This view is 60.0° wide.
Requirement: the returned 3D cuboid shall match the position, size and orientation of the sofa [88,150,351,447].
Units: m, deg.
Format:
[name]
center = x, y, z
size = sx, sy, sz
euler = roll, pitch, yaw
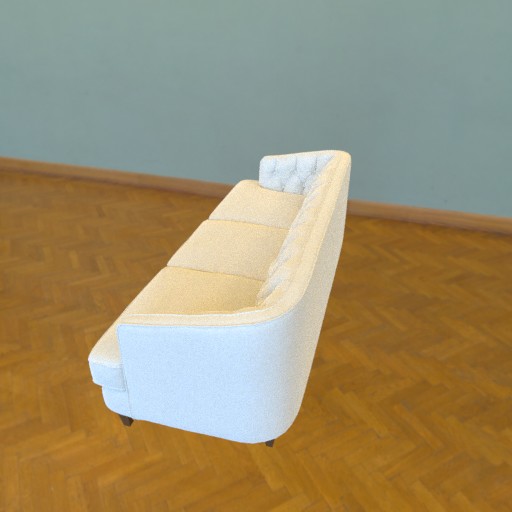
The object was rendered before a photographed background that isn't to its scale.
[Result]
[sofa]
center = 0.000, 0.000, 2.772
size = 0.941, 0.855, 2.278
euler = 8, 32, 14
